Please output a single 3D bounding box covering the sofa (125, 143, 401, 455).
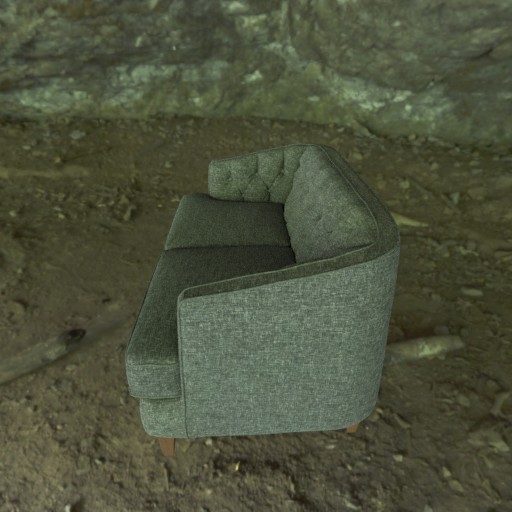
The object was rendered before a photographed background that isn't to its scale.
[{"bbox_3d":[0.000,0.000,2.200,0.941,0.855,1.733,-1,26,-2],"label":"sofa"}]
